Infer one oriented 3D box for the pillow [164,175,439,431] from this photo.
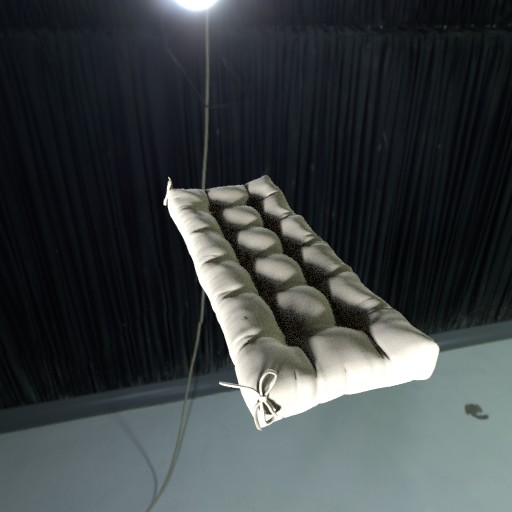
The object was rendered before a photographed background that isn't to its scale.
[{"bbox_3d":[0.000,0.000,1.391,0.511,0.174,1.194,-10,32,-16],"label":"pillow"}]
